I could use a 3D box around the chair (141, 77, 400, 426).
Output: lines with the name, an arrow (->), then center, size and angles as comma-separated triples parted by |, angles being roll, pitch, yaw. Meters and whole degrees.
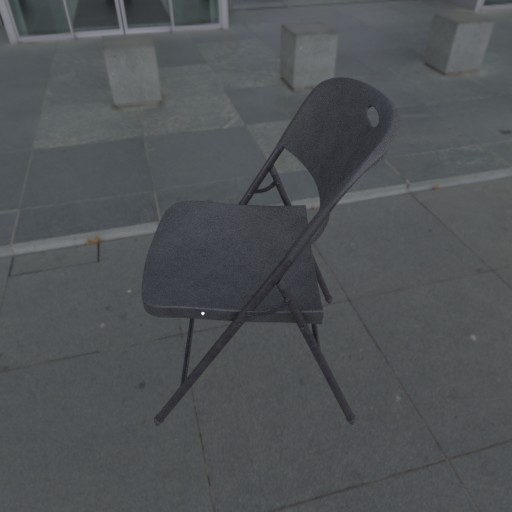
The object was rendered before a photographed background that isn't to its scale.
chair -> 0.000, 0.000, 1.151 | 0.567, 0.810, 0.494 | 0, 40, 0
